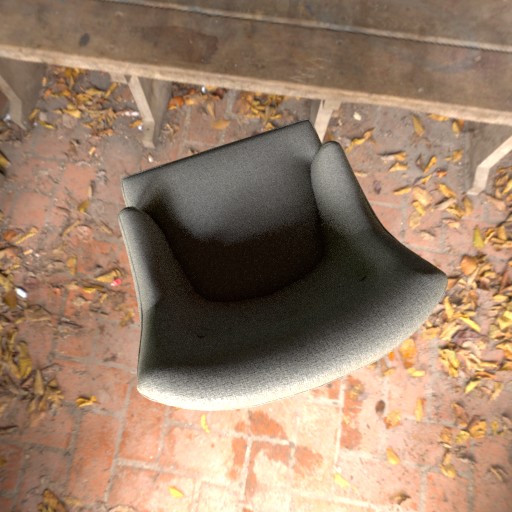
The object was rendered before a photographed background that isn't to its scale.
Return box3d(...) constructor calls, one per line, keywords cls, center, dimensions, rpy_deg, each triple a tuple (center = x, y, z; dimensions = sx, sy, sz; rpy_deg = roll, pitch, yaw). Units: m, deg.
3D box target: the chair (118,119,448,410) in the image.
box3d(cls="chair", center=(0.000, 0.000, 1.573), dimensions=(0.864, 0.856, 0.923), rpy_deg=(-19, 76, -5))
